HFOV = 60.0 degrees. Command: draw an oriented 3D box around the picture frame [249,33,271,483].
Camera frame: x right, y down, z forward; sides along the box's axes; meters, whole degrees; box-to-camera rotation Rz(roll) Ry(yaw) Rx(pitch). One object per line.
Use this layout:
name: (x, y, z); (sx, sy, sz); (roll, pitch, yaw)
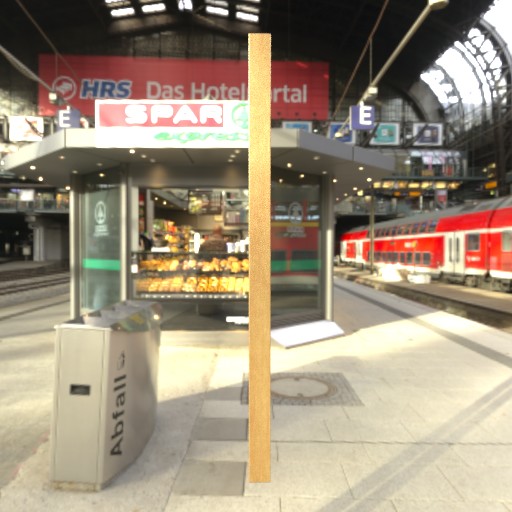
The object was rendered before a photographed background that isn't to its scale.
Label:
picture frame: (0.000, 0.000, 1.129); (0.037, 0.761, 0.758); (0, 1, -1)
